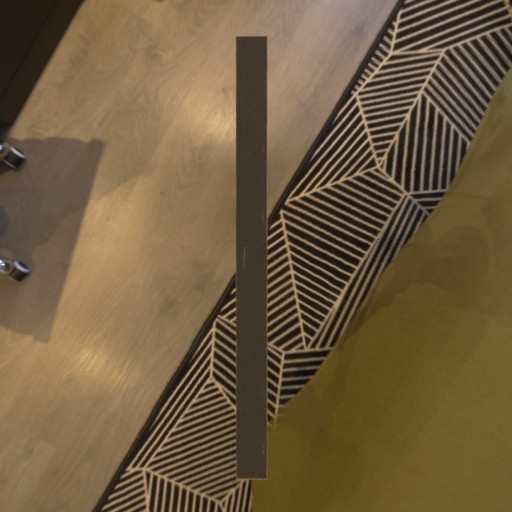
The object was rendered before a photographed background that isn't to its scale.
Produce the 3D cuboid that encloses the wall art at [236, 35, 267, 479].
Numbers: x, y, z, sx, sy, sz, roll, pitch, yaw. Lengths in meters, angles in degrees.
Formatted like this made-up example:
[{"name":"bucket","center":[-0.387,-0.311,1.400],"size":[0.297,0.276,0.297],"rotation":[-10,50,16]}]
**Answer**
[{"name":"wall art","center":[0.000,0.000,0.757],"size":[0.036,0.506,0.506],"rotation":[0,91,1]}]
